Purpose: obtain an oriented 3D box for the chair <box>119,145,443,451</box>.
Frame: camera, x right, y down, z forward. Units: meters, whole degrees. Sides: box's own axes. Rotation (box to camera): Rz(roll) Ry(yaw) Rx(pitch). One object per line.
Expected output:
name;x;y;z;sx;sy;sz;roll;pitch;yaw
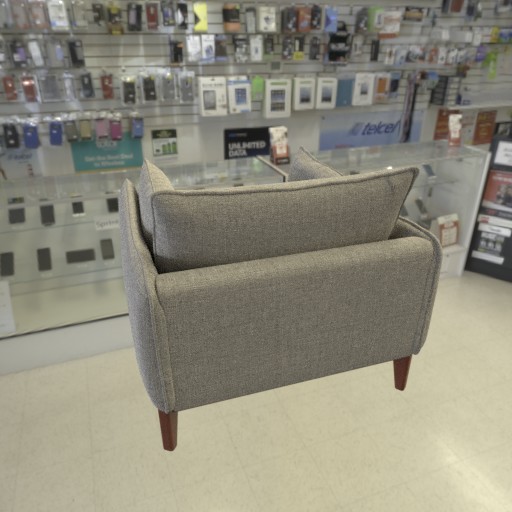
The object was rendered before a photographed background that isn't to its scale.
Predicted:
chair;0.000;0.000;1.720;0.993;0.839;0.976;-8;28;-16
